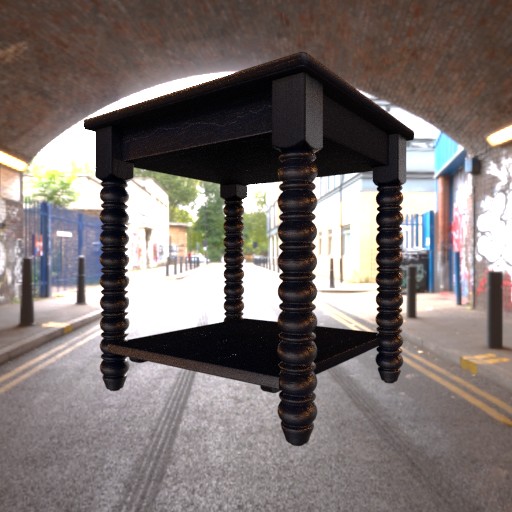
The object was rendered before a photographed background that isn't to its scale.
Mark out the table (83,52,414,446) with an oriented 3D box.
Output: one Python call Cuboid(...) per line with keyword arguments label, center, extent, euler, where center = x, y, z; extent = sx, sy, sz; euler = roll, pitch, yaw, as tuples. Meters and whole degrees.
Cuboid(label="table", center=(0.000, 0.000, 0.965), extent=(0.533, 0.567, 0.500), euler=(0, 0, 36))
